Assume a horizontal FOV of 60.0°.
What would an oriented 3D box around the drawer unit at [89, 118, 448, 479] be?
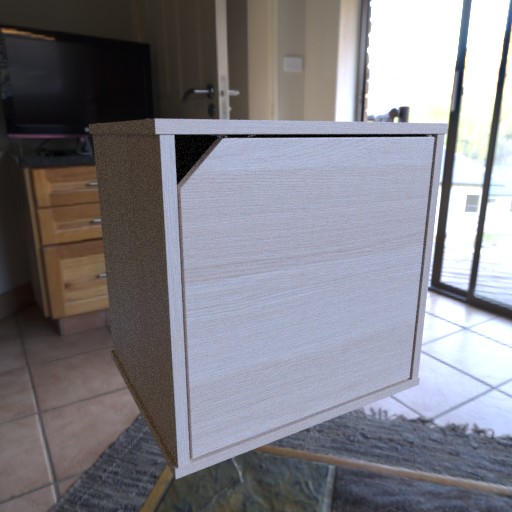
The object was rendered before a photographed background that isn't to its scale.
[{"bbox_3d":[0.000,0.000,0.599,0.349,0.344,0.290,-9,18,-28],"label":"drawer unit"}]
